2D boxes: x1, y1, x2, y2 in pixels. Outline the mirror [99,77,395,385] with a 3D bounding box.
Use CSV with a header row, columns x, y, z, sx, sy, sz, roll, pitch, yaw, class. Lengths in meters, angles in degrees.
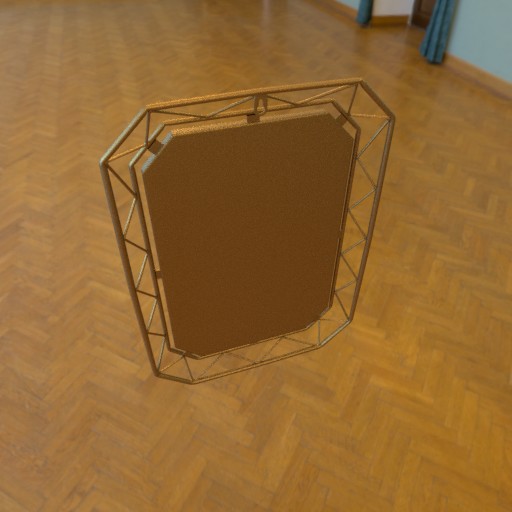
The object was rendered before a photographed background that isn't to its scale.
x,y,z,sx,sy,sz,roll,pitch,yaw,class
0.000,0.000,0.734,0.417,0.566,0.042,-13,42,-14,mirror
